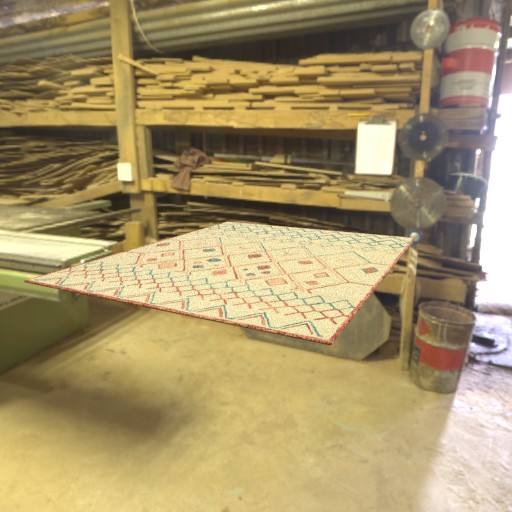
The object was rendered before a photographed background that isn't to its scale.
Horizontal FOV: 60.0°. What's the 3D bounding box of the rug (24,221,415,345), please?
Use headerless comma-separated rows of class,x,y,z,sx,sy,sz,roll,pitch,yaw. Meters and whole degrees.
rug,0.000,0.000,4.167,2.441,0.016,3.050,7,16,26
